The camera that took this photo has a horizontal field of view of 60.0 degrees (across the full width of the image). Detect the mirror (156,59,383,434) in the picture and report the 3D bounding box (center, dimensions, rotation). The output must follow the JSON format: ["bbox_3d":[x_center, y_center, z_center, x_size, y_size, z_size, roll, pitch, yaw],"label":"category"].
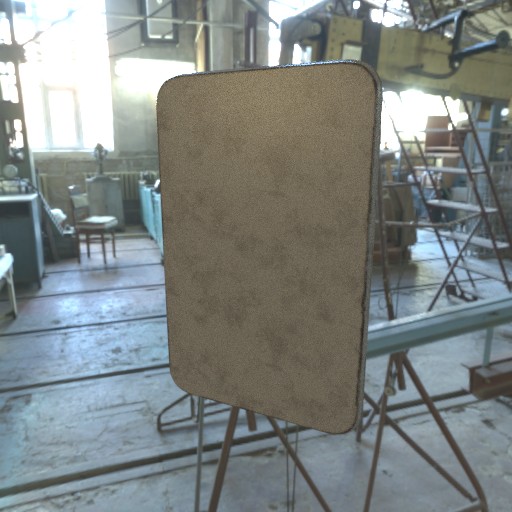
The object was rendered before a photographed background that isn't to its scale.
[{"bbox_3d":[0.000,0.000,0.894,0.461,0.713,0.024,7,15,25],"label":"mirror"}]
